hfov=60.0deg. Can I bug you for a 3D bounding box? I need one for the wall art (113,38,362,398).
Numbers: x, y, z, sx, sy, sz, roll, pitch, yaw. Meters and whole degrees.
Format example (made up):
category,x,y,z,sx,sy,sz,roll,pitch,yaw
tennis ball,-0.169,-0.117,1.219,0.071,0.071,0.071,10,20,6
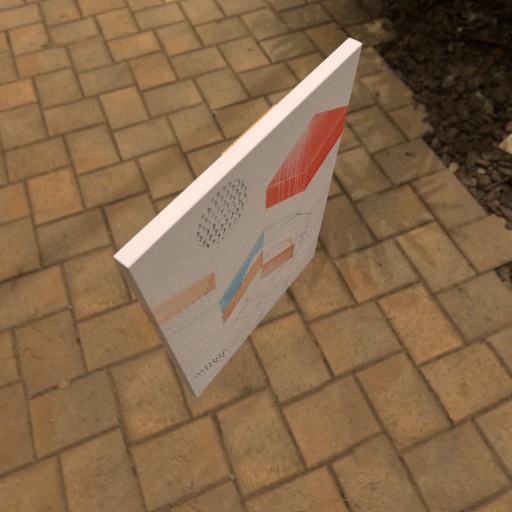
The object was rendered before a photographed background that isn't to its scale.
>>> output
category,x,y,z,sx,sy,sz,roll,pitch,yaw
wall art,0.000,0.000,1.338,0.045,1.014,0.759,34,66,18
